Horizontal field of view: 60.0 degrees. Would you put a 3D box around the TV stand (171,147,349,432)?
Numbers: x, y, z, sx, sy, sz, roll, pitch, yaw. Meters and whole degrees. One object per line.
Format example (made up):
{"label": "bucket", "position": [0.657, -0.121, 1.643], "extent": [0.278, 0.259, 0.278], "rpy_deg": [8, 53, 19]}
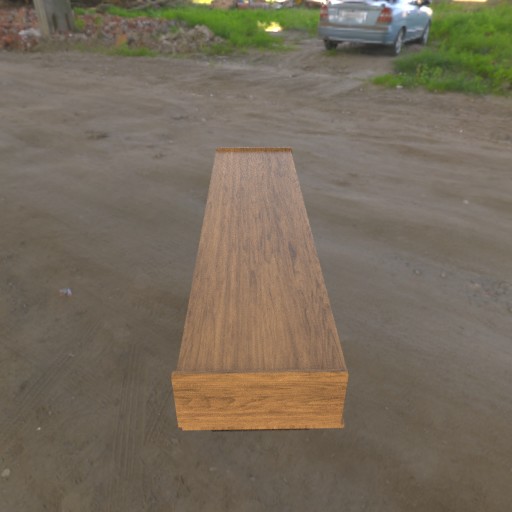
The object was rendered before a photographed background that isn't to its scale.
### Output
{"label": "TV stand", "position": [0.000, 0.000, 2.006], "extent": [0.467, 0.415, 1.796], "rpy_deg": [-1, 32, -1]}
